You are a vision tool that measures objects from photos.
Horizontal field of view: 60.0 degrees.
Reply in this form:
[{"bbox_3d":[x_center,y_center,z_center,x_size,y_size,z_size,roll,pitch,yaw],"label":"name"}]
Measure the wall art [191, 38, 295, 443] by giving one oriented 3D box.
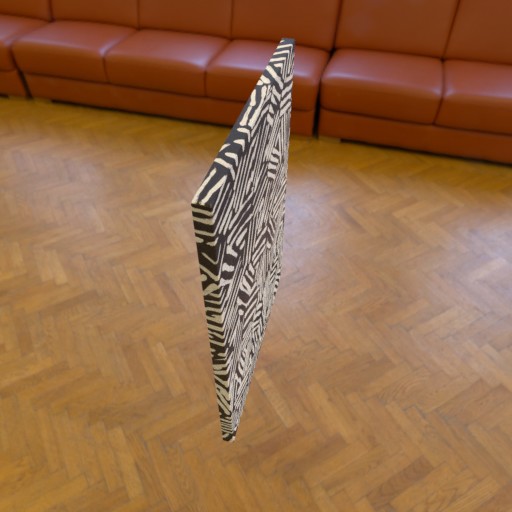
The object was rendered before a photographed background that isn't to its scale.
[{"bbox_3d":[0.000,0.000,1.369,0.038,1.017,0.765,10,47,10],"label":"wall art"}]
